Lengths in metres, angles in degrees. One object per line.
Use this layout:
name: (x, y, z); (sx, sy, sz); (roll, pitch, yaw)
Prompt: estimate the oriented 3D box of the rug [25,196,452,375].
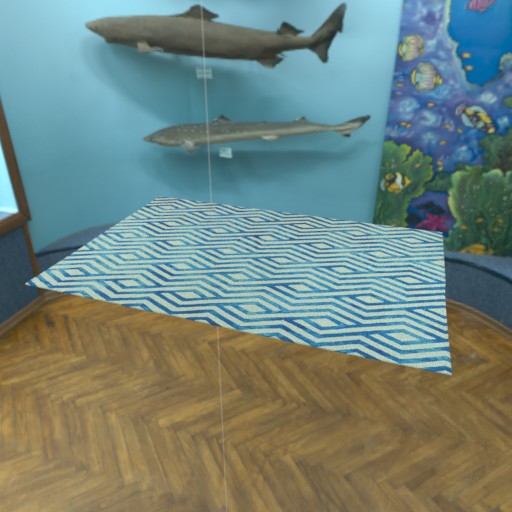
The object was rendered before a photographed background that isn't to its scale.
rug: (0.000, 0.000, 2.283); (1.830, 0.008, 1.225); (9, 29, 17)
